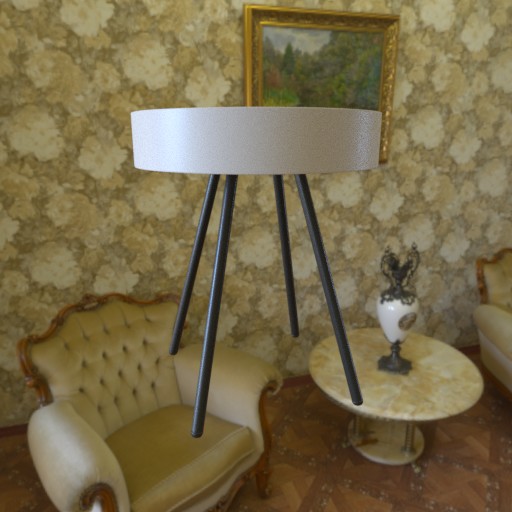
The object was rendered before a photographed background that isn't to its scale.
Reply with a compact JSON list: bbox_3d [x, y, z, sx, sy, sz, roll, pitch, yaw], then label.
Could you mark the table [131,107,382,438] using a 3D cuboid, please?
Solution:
[{"bbox_3d":[0.000,0.000,0.861,0.450,0.525,0.450,0,15,0],"label":"table"}]
